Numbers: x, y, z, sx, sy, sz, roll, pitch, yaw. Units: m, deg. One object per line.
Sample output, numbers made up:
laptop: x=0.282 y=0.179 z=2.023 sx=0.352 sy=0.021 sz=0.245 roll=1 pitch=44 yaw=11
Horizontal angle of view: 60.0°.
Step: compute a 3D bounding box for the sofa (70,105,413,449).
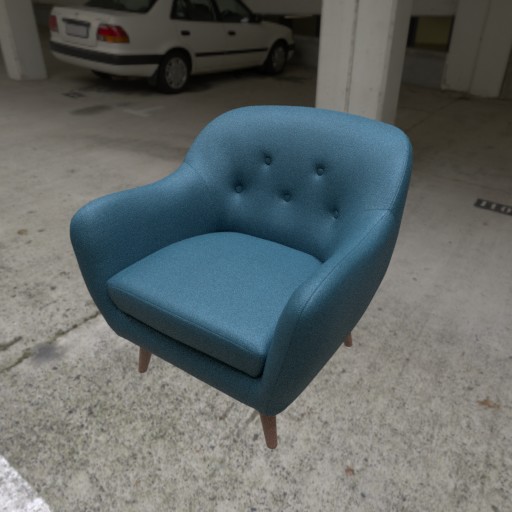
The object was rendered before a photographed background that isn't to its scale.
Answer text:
sofa: x=0.000 y=0.000 z=1.468 sx=0.836 sy=0.817 sz=0.825 roll=19 pitch=34 yaw=29
